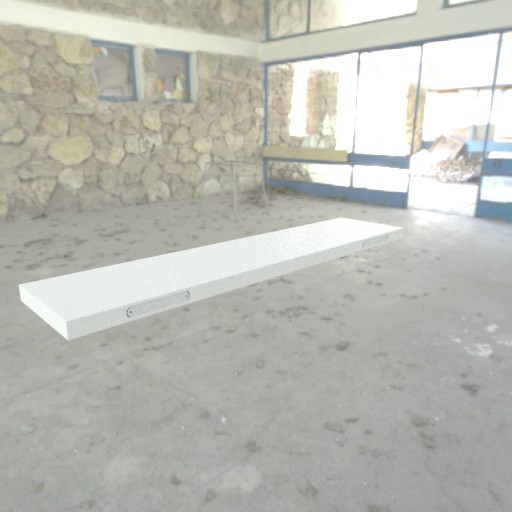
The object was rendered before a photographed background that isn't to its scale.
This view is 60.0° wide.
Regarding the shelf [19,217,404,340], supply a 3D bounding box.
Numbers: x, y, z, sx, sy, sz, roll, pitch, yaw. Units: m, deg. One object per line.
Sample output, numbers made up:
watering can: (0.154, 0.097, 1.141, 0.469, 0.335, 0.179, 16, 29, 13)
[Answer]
shelf: (0.000, 0.000, 0.659, 0.610, 0.020, 0.140, -14, 21, -41)
